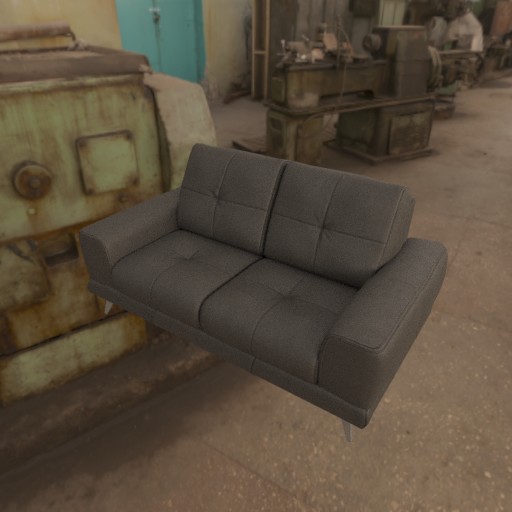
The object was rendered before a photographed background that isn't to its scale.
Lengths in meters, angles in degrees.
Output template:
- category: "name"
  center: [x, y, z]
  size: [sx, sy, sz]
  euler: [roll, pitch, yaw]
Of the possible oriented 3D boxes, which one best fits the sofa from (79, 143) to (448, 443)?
- category: "sofa"
  center: [0.000, 0.000, 2.426]
  size: [1.806, 0.907, 1.018]
  euler: [19, 35, 29]
